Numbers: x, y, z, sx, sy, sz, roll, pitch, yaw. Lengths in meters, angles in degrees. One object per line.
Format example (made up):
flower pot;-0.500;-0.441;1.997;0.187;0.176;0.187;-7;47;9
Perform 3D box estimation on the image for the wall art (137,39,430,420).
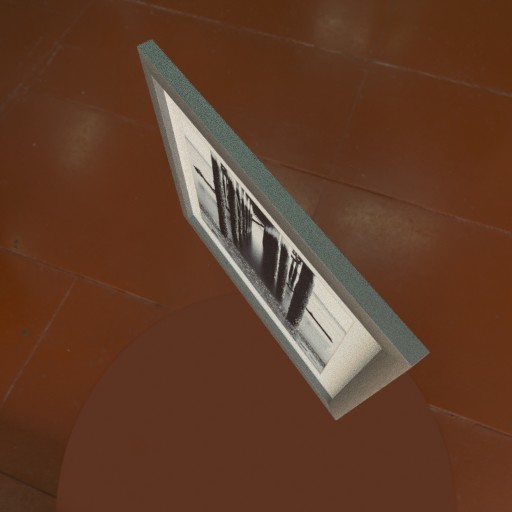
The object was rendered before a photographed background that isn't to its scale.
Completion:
wall art;0.000;0.000;0.737;0.028;0.457;0.556;-32;68;-15
